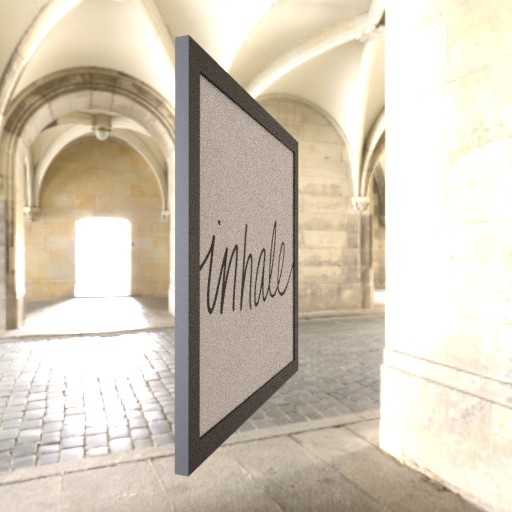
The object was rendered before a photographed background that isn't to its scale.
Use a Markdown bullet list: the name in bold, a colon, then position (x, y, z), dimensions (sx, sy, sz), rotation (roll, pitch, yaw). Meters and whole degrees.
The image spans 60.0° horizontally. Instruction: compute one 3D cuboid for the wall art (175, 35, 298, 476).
- **wall art**: position (0.000, 0.000, 0.526), dimensions (0.013, 0.356, 0.356), rotation (0, 0, 20)
